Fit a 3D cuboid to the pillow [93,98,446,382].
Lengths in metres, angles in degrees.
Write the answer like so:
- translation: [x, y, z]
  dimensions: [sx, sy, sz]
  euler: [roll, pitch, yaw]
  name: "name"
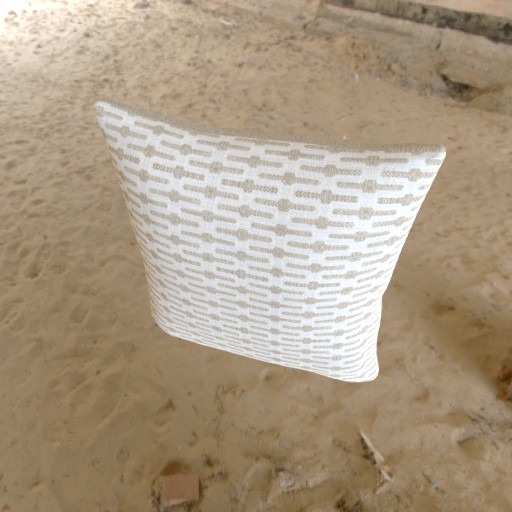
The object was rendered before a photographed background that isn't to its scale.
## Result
- translation: [0.000, 0.000, 0.763]
  dimensions: [0.496, 0.491, 0.219]
  euler: [12, 41, 14]
  name: "pillow"
